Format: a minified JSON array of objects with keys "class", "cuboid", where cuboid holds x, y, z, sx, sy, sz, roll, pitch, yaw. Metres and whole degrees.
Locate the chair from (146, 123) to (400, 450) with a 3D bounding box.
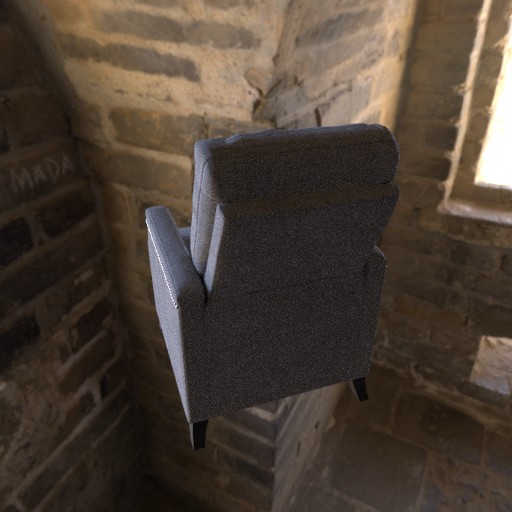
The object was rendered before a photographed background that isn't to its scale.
[{"class":"chair","cuboid":[0.000,0.000,1.645,0.710,1.049,0.922,-9,29,-17]}]
